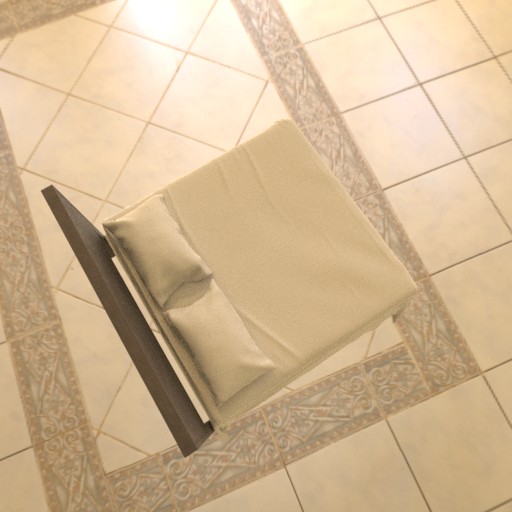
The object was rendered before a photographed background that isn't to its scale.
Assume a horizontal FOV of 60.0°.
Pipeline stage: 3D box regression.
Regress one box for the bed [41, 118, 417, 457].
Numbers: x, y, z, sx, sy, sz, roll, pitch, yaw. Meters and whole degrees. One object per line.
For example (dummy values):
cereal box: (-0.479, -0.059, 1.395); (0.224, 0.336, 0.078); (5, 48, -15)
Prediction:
bed: (0.000, 0.000, 2.929); (1.785, 1.142, 1.772); (-31, 76, -9)
